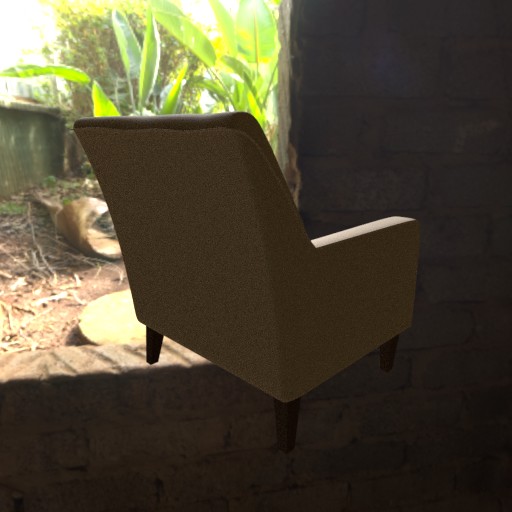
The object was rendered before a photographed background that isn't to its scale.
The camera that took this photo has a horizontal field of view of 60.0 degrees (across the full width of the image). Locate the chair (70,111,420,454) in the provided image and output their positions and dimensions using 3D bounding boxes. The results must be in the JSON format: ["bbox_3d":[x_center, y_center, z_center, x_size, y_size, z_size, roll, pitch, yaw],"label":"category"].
[{"bbox_3d":[0.000,0.000,1.540,0.780,0.919,0.899,15,22,43],"label":"chair"}]
